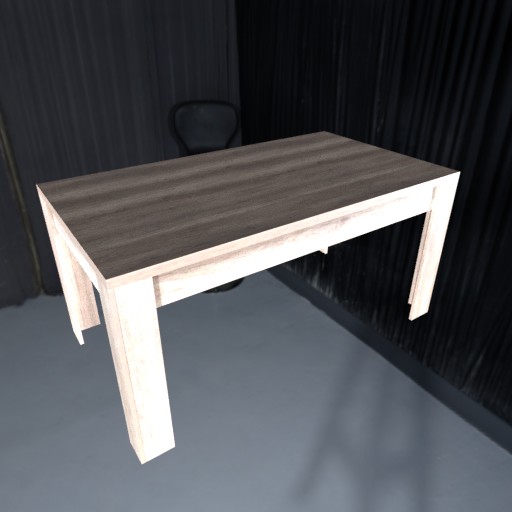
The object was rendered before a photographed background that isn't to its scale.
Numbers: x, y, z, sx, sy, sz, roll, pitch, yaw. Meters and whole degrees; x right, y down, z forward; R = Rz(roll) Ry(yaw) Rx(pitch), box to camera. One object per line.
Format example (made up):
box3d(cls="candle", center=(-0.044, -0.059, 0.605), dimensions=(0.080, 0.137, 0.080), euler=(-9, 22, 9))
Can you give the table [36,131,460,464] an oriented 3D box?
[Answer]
box3d(cls="table", center=(0.000, 0.000, 2.104), dimensions=(1.600, 0.775, 0.900), euler=(-19, 34, -30))
